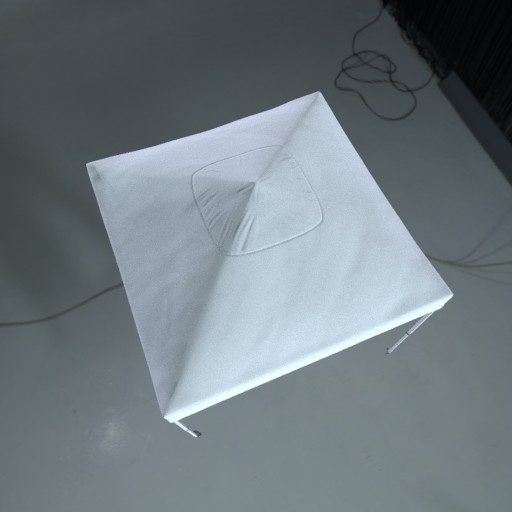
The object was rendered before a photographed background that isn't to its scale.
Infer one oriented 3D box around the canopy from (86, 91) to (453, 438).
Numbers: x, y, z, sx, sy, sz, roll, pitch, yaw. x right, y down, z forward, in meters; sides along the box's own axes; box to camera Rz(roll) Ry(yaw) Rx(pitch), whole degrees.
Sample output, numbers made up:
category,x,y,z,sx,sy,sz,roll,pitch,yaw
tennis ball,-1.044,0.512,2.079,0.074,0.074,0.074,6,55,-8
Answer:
category,x,y,z,sx,sy,sz,roll,pitch,yaw
canopy,0.000,0.000,5.365,2.996,2.997,2.998,-20,65,-10
